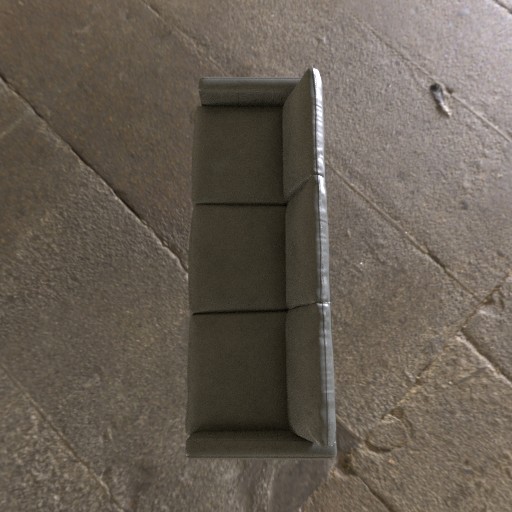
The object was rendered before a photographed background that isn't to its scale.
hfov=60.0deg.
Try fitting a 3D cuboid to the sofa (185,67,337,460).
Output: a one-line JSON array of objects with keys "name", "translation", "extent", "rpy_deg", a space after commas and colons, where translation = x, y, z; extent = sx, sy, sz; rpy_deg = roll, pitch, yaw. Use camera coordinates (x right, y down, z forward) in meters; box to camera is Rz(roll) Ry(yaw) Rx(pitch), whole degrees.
[{"name": "sofa", "translation": [0.000, 0.000, 2.434], "extent": [0.748, 0.805, 2.029], "rpy_deg": [0, 76, 0]}]
